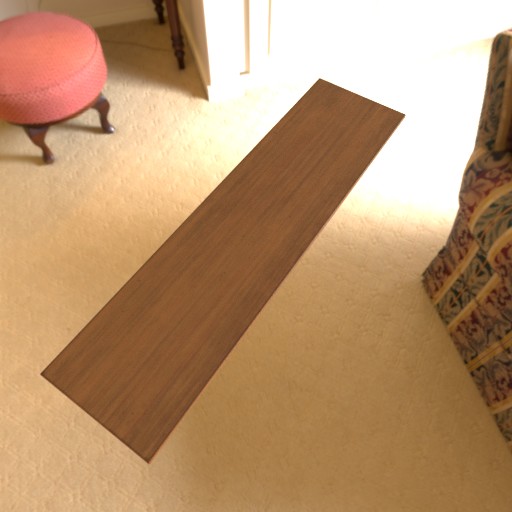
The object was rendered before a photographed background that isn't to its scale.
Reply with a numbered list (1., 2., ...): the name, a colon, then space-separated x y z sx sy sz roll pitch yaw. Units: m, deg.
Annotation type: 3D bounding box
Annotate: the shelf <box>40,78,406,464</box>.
1. shelf: 0.000 0.000 0.700 0.166 0.190 0.636 30 63 17
